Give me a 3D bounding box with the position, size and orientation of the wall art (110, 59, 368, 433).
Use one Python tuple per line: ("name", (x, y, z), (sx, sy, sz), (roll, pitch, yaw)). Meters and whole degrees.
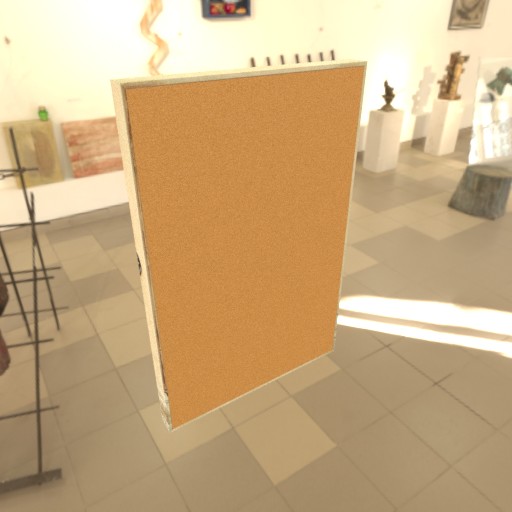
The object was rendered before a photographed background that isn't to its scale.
("wall art", (0.000, 0.000, 0.775), (0.403, 0.607, 0.036), (-18, 35, -29))
